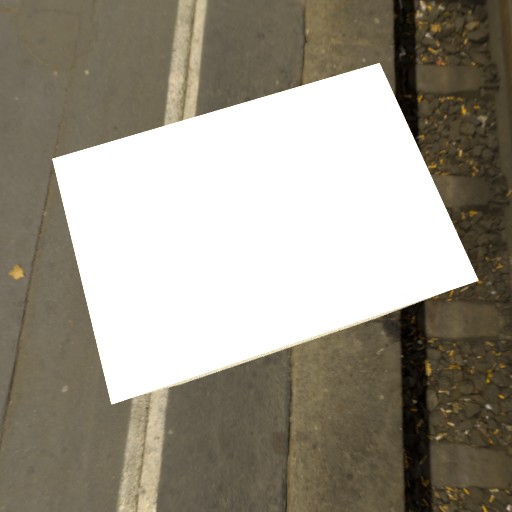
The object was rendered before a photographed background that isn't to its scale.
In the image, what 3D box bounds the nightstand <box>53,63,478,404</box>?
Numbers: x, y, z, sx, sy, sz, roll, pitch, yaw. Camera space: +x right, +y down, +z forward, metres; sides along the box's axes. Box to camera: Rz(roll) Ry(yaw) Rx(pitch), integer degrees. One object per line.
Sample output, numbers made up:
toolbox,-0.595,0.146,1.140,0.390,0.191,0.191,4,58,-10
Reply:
nightstand,0.000,0.000,0.764,0.441,0.460,0.325,-18,77,-4
